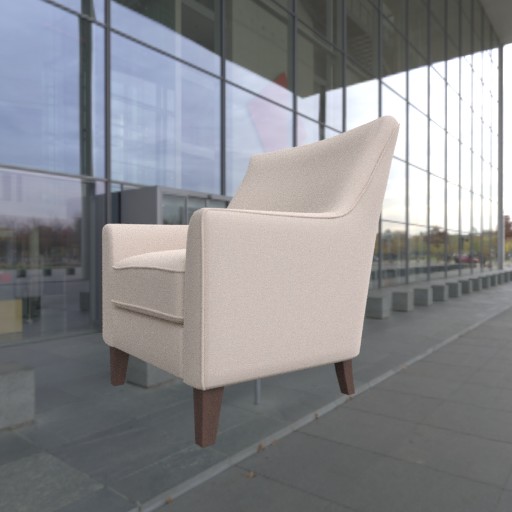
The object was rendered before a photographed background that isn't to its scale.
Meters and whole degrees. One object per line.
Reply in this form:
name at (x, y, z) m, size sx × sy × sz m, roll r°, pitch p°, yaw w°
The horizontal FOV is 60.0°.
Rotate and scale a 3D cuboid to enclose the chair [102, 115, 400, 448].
chair at (0.000, 0.000, 1.562) m, size 0.879 × 0.916 × 0.756 m, roll 0°, pitch 0°, yaw -37°
